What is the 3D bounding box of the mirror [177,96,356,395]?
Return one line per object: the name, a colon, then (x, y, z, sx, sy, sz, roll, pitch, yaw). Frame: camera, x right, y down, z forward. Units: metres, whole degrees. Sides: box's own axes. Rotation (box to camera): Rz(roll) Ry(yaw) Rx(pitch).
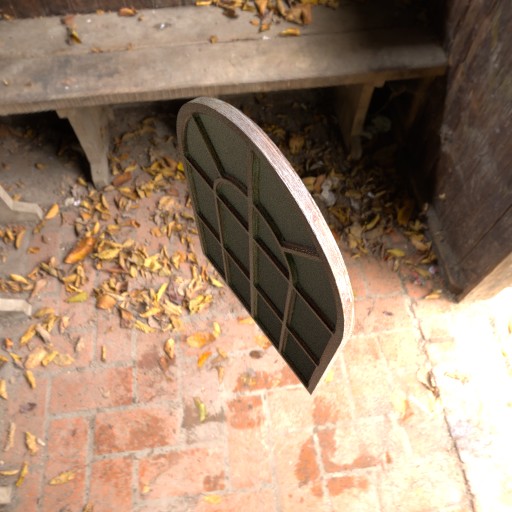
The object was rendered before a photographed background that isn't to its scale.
mirror: (0.000, 0.000, 1.185, 0.032, 0.920, 0.660, -33, 67, -16)
